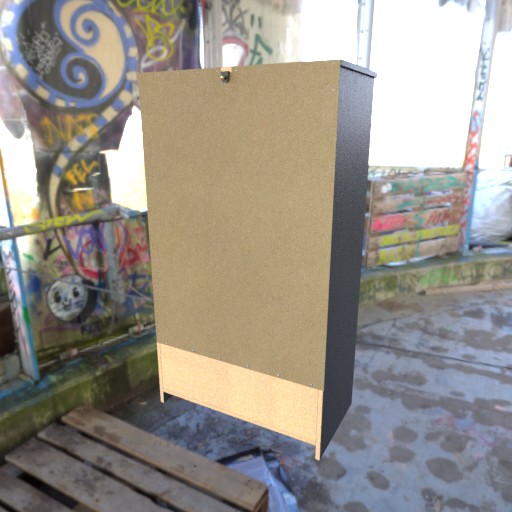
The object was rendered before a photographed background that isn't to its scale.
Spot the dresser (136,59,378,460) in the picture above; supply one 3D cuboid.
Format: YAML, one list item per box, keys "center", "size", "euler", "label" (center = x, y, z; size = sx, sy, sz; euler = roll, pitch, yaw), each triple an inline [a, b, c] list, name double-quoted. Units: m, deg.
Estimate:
- center: [0.000, 0.000, 1.633]
  size: [0.704, 1.254, 0.418]
  euler: [9, 19, 27]
  label: "dresser"
